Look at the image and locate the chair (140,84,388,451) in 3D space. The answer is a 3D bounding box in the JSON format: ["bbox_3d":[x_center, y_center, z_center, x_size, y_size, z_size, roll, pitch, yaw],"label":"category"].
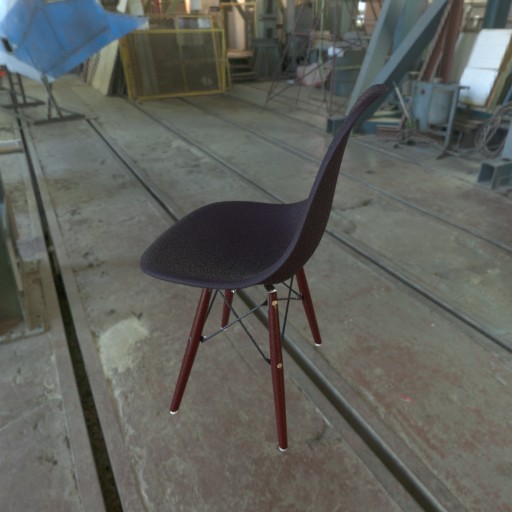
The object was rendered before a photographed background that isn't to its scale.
[{"bbox_3d":[0.000,0.000,1.122,0.533,0.826,0.470,8,30,15],"label":"chair"}]
